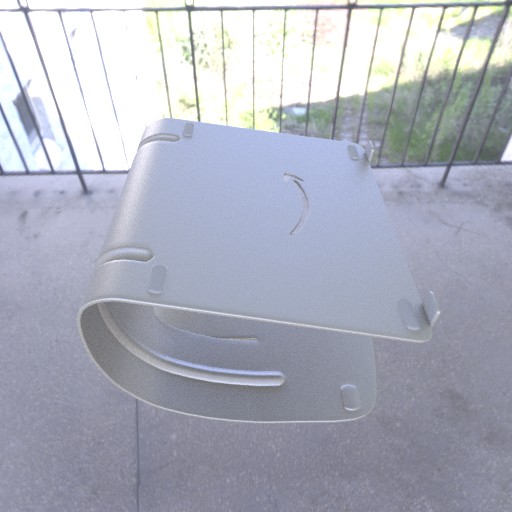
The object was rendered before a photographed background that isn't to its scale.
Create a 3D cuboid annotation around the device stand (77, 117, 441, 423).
[{"bbox_3d":[0.000,0.000,0.405,0.236,0.155,0.256,-1,43,-1],"label":"device stand"}]
